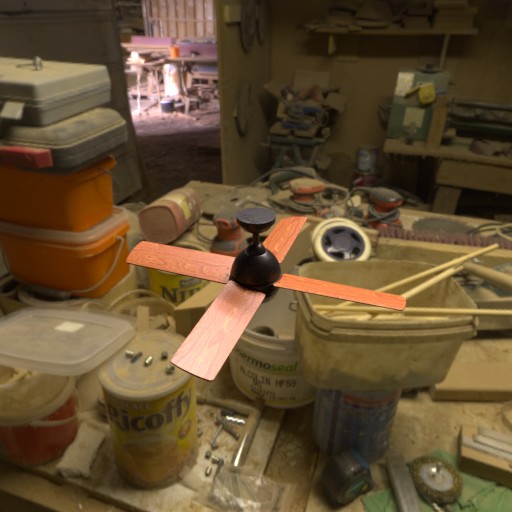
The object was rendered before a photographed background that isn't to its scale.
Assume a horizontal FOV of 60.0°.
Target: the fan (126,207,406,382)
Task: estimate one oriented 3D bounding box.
[{"bbox_3d":[0.000,0.000,1.999,1.332,0.403,1.332,10,31,17],"label":"fan"}]
